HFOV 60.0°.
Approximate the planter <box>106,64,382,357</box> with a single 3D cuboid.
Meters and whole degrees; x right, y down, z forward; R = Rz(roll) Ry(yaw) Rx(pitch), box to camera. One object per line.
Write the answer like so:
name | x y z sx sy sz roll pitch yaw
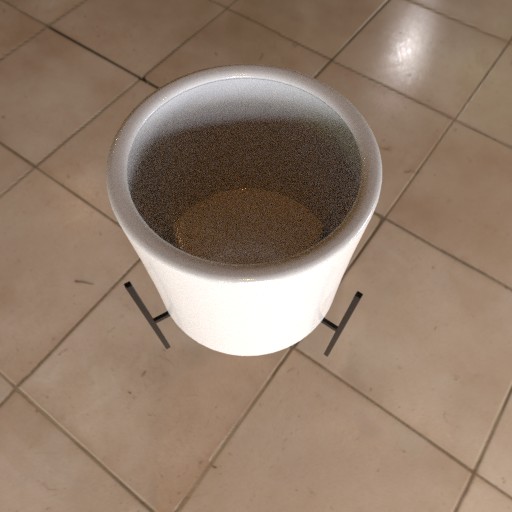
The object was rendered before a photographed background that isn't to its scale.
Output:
planter | 0.000 0.000 0.735 0.361 0.480 0.360 32 67 15
